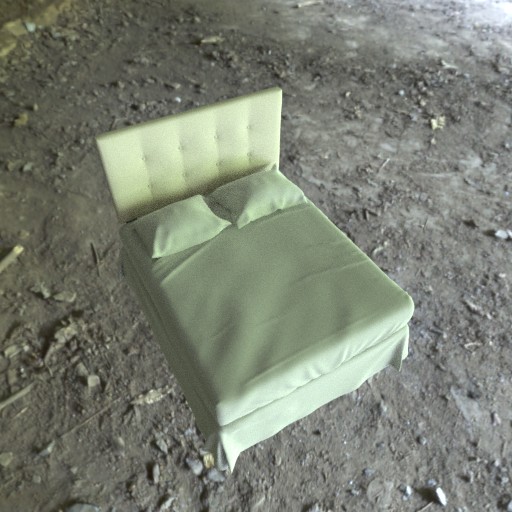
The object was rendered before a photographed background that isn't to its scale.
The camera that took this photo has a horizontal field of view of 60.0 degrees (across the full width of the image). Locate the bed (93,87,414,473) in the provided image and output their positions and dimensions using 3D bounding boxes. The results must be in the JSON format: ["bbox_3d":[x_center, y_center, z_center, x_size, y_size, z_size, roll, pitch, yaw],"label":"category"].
[{"bbox_3d":[0.000,0.000,3.518,1.936,1.577,2.222,-23,51,-20],"label":"bed"}]
